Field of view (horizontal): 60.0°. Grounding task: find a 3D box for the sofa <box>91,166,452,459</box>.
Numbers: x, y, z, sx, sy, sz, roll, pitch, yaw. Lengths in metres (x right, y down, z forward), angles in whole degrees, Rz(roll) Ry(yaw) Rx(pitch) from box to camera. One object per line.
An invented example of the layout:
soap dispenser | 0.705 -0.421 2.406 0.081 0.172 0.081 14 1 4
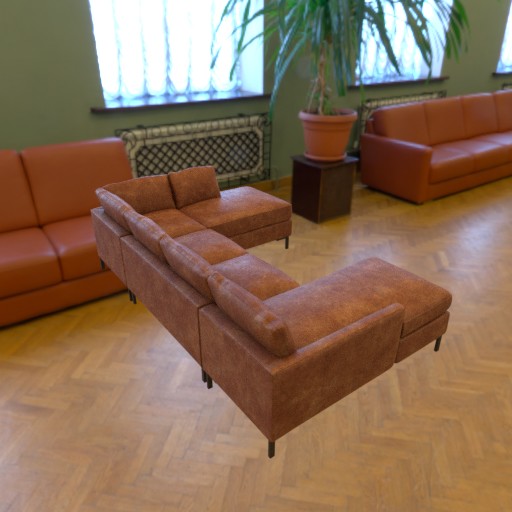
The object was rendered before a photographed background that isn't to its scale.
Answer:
sofa | 0.000 0.000 3.896 1.939 0.900 2.956 -18 32 -32
